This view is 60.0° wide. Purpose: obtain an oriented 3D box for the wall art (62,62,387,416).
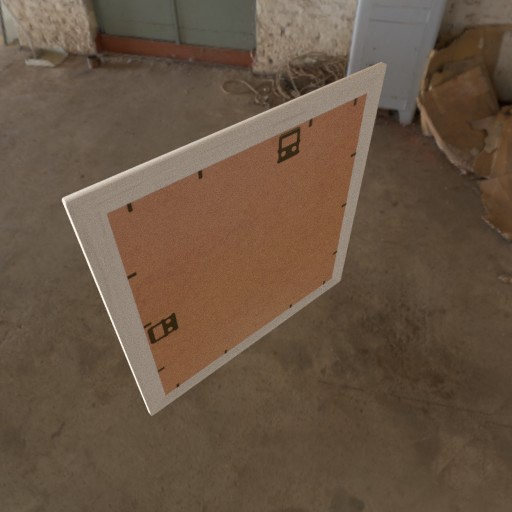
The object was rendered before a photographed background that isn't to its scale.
[{"bbox_3d":[0.000,0.000,0.857,0.584,0.584,0.013,-31,54,-26],"label":"wall art"}]
